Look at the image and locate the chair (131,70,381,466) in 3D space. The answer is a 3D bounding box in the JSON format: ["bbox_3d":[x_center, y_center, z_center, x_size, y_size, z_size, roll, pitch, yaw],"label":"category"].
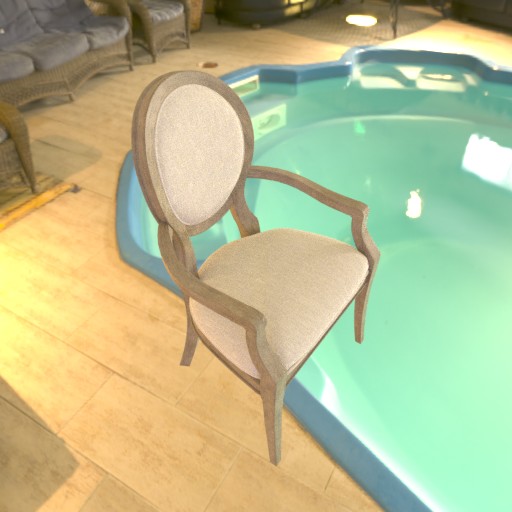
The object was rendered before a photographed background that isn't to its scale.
[{"bbox_3d":[0.000,0.000,1.361,0.602,0.991,0.611,26,48,26],"label":"chair"}]
